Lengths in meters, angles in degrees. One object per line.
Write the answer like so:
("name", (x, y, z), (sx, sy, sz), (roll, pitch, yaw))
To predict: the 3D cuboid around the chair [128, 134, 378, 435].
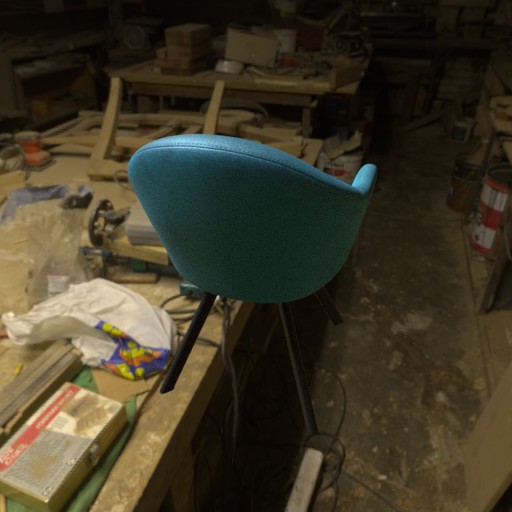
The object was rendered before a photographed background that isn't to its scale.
("chair", (0.000, 0.000, 1.163), (0.540, 0.780, 0.570), (10, 34, 15))
